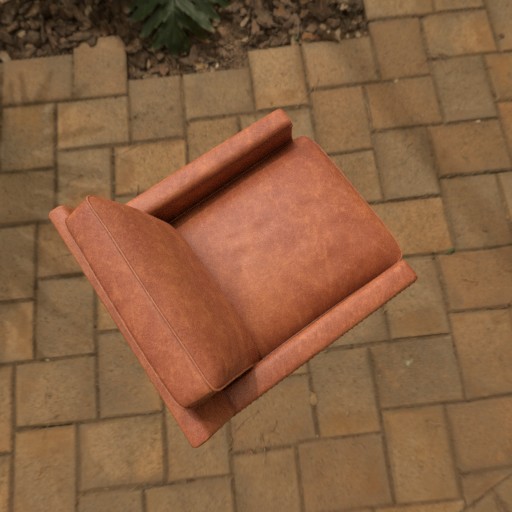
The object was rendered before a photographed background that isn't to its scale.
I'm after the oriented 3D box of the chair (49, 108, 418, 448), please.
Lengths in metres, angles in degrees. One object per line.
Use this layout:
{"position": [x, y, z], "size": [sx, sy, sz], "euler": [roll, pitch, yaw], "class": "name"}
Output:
{"position": [0.000, 0.000, 1.691], "size": [1.014, 0.943, 0.853], "euler": [-34, 78, -8], "class": "chair"}
